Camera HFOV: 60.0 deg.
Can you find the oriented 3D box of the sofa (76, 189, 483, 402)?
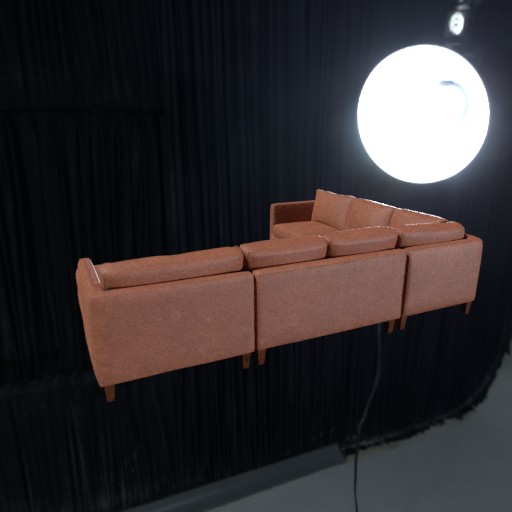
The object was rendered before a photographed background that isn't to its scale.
[{"bbox_3d":[0.000,0.000,4.539,3.460,0.923,2.593,-8,18,-24],"label":"sofa"}]
